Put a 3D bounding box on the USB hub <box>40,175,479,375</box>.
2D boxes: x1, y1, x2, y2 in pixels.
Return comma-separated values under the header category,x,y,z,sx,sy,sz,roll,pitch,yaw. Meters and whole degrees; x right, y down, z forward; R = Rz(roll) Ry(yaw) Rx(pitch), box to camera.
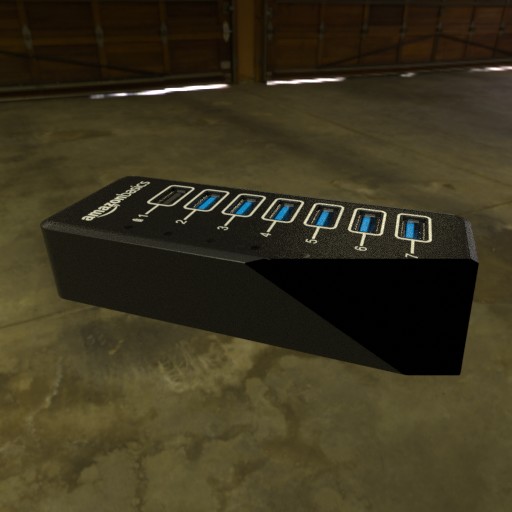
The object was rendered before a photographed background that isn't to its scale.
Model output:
category,x,y,z,sx,sy,sz,roll,pitch,yaw
USB hub,0.000,0.000,0.125,0.110,0.023,0.044,9,30,16
